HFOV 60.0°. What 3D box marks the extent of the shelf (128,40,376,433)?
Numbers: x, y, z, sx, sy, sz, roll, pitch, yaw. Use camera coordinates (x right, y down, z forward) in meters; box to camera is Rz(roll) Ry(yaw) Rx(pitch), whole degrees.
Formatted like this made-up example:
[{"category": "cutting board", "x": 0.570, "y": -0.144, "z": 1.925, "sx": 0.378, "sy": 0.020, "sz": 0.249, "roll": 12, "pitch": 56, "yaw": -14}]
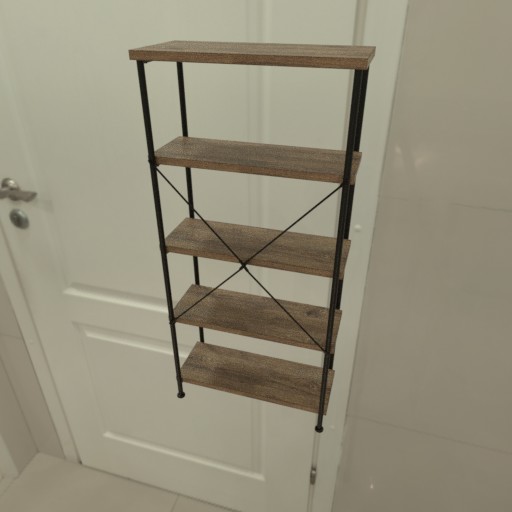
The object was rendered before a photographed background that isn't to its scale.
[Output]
[{"category": "shelf", "x": 0.000, "y": 0.000, "z": 1.992, "sx": 0.800, "sy": 1.700, "sz": 0.360, "roll": 9, "pitch": 32, "yaw": 14}]
